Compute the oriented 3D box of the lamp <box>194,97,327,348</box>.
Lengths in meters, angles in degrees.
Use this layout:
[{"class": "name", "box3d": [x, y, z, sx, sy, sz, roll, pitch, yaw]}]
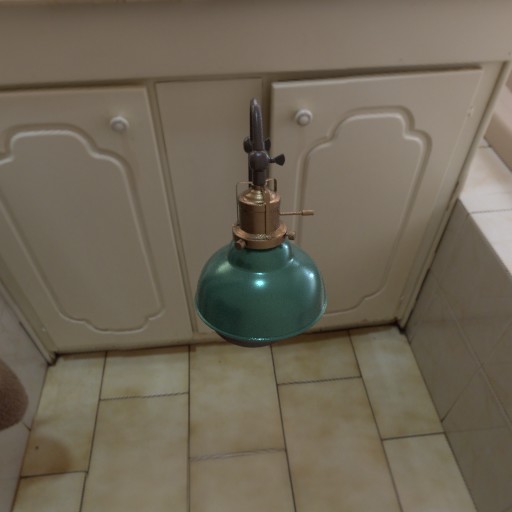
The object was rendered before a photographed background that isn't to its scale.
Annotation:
[{"class": "lamp", "box3d": [0.000, 0.000, 0.695, 0.192, 0.508, 0.374, -3, 46, -3]}]
